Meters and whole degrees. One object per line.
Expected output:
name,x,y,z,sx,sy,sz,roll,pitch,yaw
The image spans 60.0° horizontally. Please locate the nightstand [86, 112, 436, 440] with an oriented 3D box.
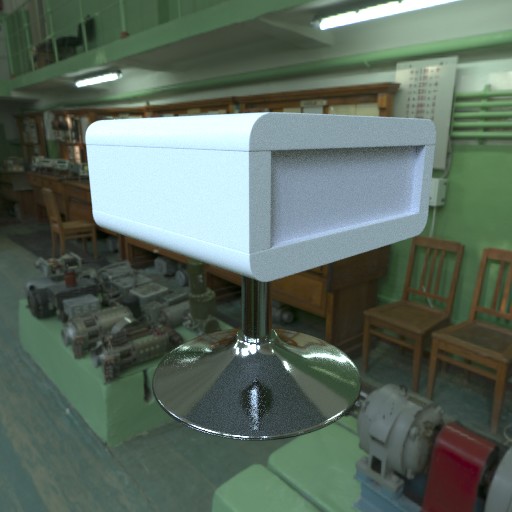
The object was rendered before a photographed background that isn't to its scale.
nightstand,0.000,0.000,0.760,0.399,0.447,0.404,-14,21,-41
